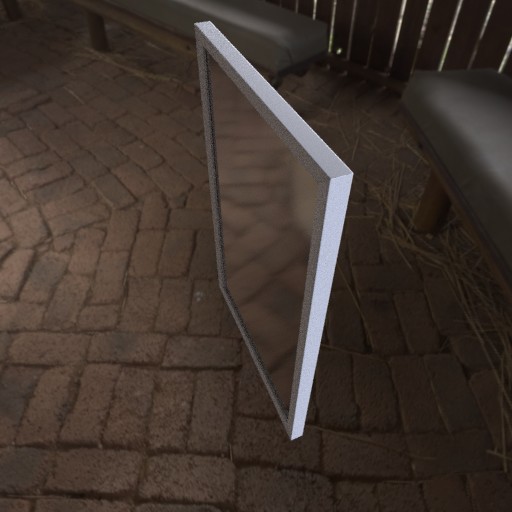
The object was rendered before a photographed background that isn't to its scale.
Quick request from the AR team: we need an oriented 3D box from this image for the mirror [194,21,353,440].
[{"bbox_3d":[0.000,0.000,1.122,0.041,0.914,0.609,-17,49,-15],"label":"mirror"}]
